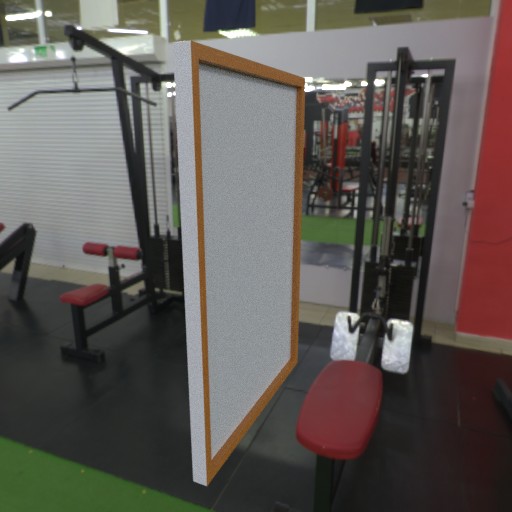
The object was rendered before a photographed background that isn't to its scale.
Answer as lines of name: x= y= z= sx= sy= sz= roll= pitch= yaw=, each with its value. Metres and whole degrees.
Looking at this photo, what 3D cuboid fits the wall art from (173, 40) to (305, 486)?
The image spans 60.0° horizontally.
wall art: x=0.000 y=0.000 z=1.146 sx=0.037 sy=0.916 sz=0.610 roll=7 pitch=17 yaw=24
